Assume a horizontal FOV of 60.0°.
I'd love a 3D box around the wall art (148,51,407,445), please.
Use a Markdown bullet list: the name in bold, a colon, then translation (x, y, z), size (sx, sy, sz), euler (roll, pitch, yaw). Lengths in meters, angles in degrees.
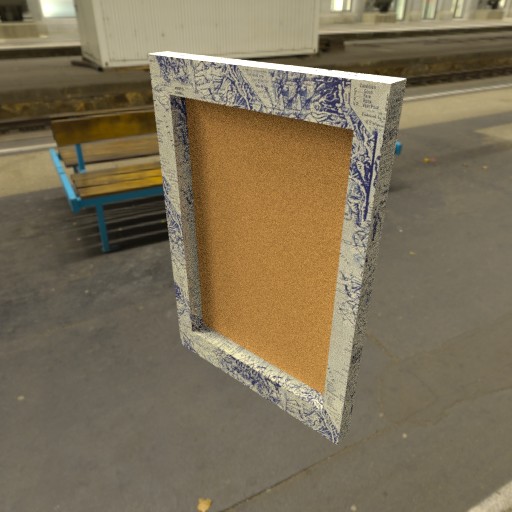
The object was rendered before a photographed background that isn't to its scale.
- **wall art**: translation (0.000, 0.000, 0.469), size (0.255, 0.376, 0.025), euler (23, 38, 33)
